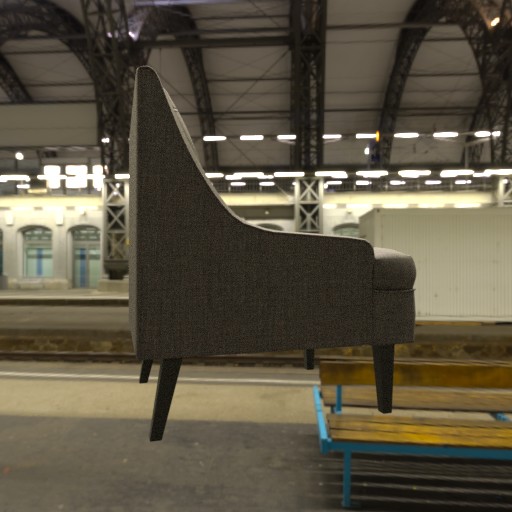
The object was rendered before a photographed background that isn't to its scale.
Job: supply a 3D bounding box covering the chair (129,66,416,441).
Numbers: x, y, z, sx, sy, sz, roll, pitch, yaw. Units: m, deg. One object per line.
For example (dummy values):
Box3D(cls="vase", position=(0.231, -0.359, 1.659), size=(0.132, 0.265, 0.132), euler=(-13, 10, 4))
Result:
Box3D(cls="chair", position=(0.000, 0.000, 1.424), size=(0.771, 0.891, 0.655), euler=(0, -1, -17))
